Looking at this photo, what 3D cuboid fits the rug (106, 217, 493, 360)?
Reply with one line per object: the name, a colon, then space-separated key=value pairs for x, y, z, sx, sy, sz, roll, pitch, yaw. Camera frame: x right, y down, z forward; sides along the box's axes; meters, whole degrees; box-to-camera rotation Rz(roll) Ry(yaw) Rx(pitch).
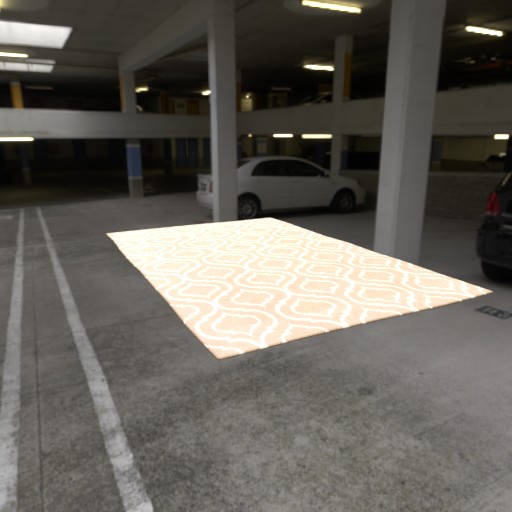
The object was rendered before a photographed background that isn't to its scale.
rug: x=0.000 y=0.000 z=2.188 sx=1.152 sy=0.013 sz=1.761 roll=-8 pitch=17 yaw=-26
